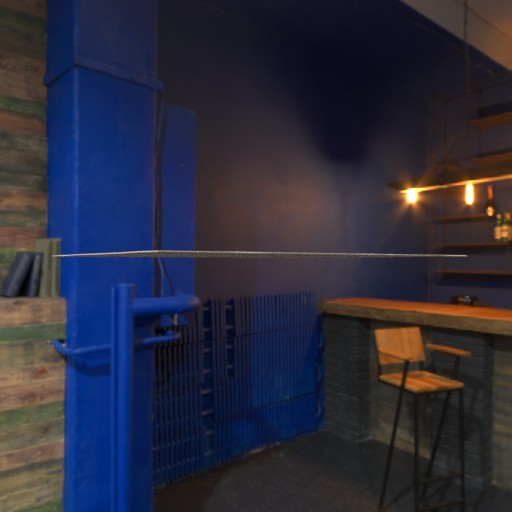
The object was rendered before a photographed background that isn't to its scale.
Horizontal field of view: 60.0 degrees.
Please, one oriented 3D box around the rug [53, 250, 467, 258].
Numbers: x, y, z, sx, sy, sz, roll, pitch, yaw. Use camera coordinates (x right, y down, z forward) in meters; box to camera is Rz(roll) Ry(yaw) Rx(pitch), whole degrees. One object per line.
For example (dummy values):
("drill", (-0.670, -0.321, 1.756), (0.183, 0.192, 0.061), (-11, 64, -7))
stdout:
("rug", (0.000, 0.000, 4.162), (3.048, 0.012, 2.444), (1, -1, -36))
